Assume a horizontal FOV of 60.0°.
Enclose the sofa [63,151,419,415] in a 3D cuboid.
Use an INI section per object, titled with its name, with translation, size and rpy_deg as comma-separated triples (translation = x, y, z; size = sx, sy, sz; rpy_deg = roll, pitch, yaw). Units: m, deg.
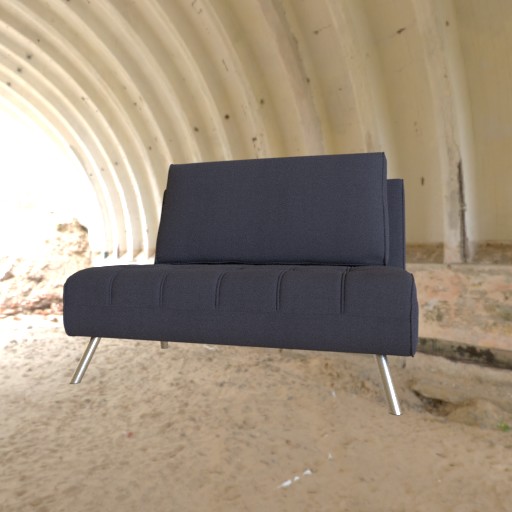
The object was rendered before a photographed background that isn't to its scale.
[sofa]
translation = 0.000, 0.000, 1.851
size = 1.220, 0.910, 0.910
rpy_deg = 0, 1, 16
